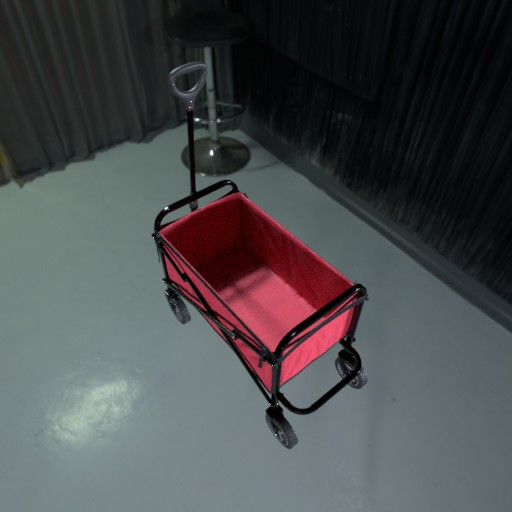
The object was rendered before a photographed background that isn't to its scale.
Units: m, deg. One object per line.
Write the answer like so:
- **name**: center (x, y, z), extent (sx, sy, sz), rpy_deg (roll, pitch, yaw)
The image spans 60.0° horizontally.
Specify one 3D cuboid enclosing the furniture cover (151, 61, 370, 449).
- **furniture cover**: center (0.000, 0.000, 1.783), extent (0.532, 1.295, 1.038), rpy_deg (-30, 54, -25)
